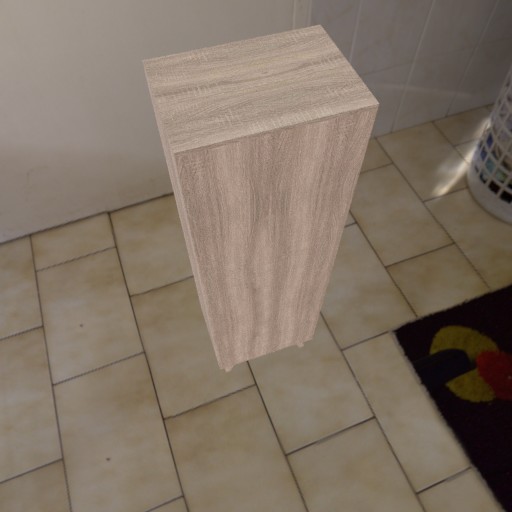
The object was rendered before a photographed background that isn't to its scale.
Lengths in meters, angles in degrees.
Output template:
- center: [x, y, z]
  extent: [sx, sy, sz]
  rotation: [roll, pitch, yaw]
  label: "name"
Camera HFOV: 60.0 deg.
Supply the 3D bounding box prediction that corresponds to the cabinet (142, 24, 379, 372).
- center: [0.000, 0.000, 2.034]
  extent: [0.570, 1.850, 0.400]
  rotation: [-16, 59, -10]
  label: "cabinet"
